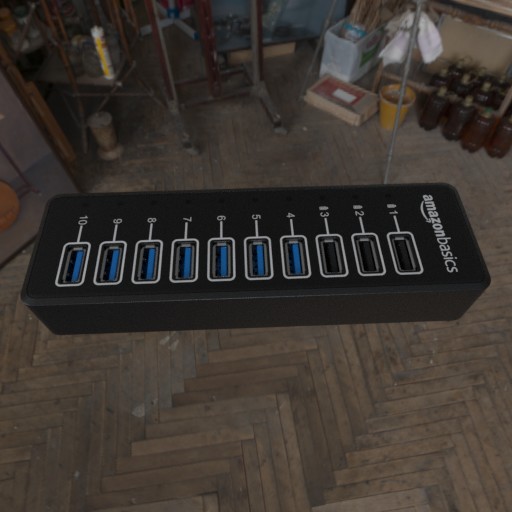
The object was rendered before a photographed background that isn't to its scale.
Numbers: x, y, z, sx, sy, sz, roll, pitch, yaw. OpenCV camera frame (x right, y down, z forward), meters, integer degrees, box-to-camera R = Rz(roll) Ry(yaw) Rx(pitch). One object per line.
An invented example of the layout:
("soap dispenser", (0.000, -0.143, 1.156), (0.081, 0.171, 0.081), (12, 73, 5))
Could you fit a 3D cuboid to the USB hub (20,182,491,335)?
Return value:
("USB hub", (0.000, 0.000, 0.155), (0.145, 0.023, 0.044), (-2, 57, -1))
